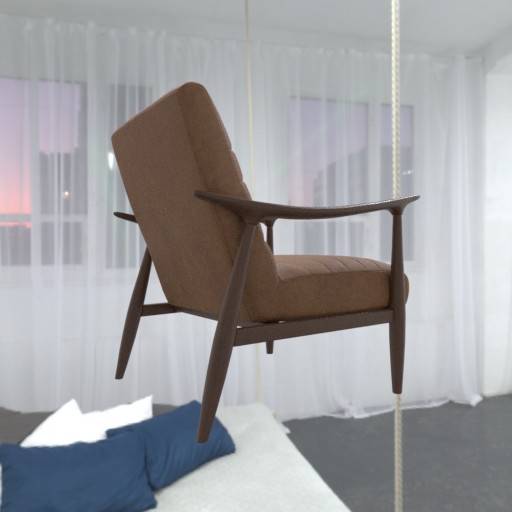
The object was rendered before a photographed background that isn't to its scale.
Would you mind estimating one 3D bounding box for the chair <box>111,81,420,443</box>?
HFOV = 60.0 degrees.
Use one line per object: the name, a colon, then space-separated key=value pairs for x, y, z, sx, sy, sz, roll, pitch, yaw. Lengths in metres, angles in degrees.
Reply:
chair: x=0.000 y=0.000 z=1.450 sx=0.798 sy=0.832 sz=0.741 roll=0 pitch=0 yaw=-34
